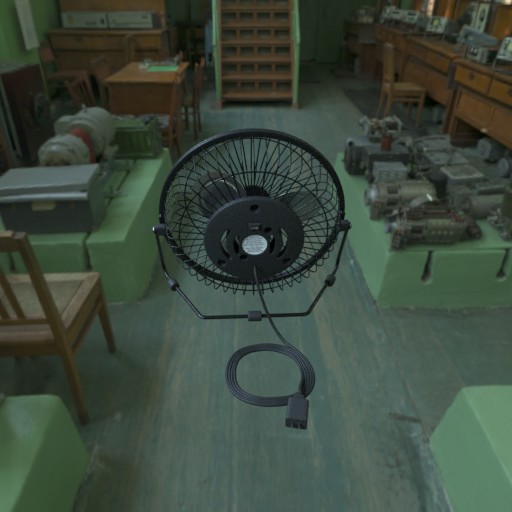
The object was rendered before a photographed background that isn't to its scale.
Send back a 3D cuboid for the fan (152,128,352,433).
[{"bbox_3d":[0.000,0.000,0.385,0.209,0.188,0.227,-1,32,-2],"label":"fan"}]
